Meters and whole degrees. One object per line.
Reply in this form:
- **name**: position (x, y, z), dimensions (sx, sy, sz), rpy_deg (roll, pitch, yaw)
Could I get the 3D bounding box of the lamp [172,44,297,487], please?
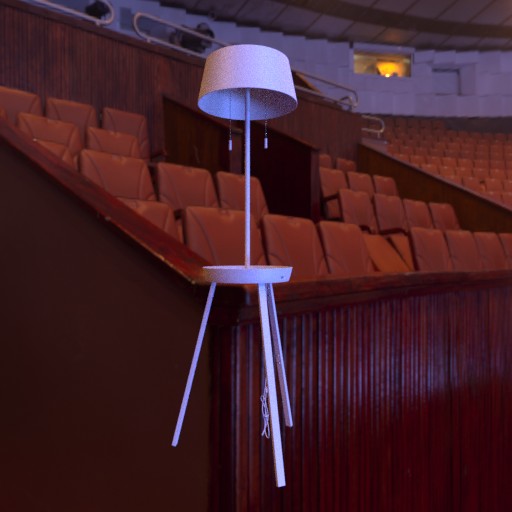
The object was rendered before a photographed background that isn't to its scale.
- **lamp**: position (0.000, 0.000, 1.672), dimensions (0.508, 1.429, 0.468), rpy_deg (1, 1, 37)
